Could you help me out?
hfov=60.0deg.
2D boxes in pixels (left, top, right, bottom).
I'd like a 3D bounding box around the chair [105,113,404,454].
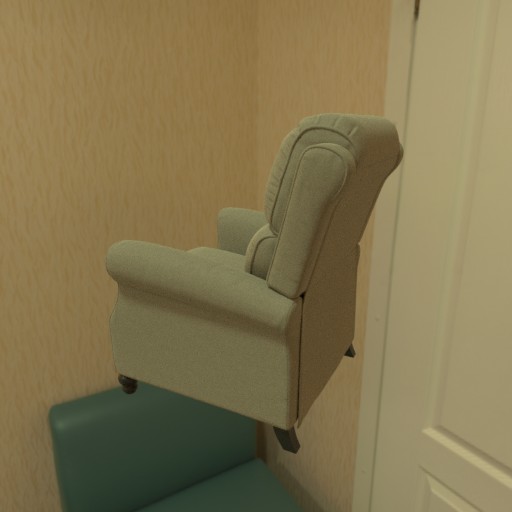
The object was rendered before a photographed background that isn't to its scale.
[{"bbox_3d":[0.000,0.000,1.728,0.919,1.046,0.859,8,19,26],"label":"chair"}]
